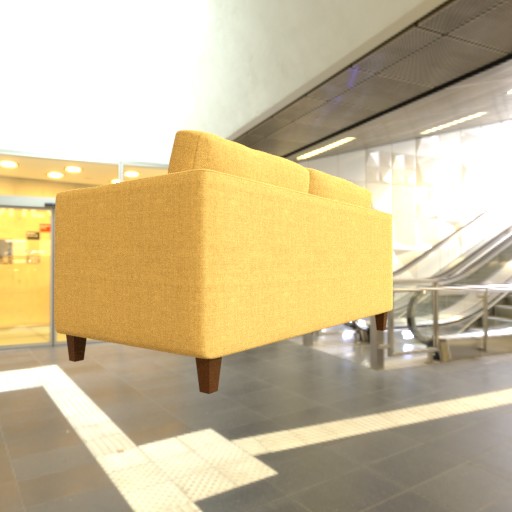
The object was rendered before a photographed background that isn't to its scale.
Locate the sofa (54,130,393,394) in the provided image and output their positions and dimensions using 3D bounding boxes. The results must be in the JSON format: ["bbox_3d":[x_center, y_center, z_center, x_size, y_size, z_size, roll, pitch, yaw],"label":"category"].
[{"bbox_3d":[0.000,0.000,2.478,0.950,0.963,1.884,0,-1,36],"label":"sofa"}]
